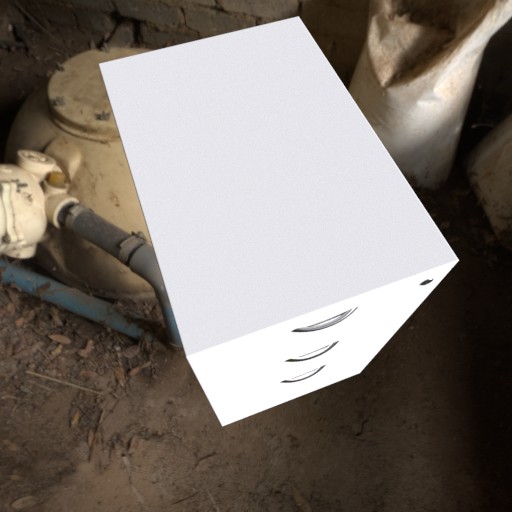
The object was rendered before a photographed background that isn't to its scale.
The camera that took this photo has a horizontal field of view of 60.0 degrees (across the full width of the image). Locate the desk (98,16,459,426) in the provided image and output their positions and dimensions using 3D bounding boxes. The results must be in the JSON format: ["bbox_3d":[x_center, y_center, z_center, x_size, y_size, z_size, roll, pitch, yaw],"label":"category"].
[{"bbox_3d":[0.000,0.000,1.047,0.404,0.730,0.600,-18,64,-9],"label":"desk"}]
